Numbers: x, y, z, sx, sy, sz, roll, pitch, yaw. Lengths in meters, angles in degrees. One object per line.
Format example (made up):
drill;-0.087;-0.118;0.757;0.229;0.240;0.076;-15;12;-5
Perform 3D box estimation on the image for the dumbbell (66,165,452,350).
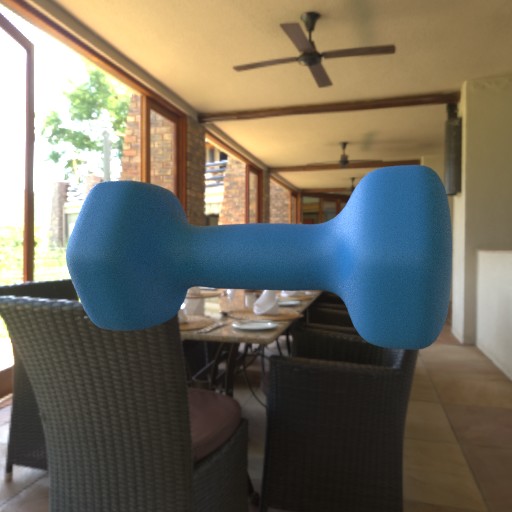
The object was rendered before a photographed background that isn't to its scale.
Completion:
dumbbell;0.000;0.000;0.188;0.152;0.066;0.074;0;1;18
